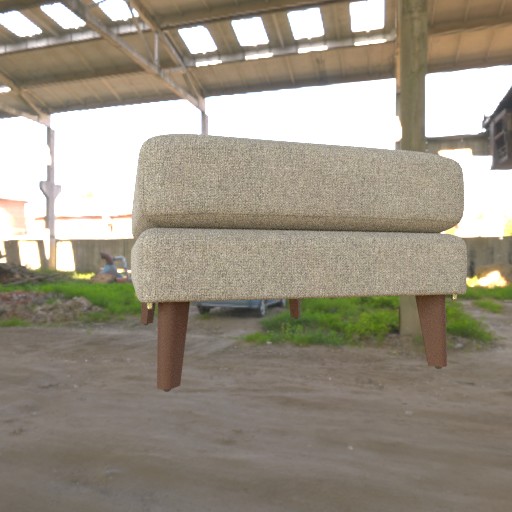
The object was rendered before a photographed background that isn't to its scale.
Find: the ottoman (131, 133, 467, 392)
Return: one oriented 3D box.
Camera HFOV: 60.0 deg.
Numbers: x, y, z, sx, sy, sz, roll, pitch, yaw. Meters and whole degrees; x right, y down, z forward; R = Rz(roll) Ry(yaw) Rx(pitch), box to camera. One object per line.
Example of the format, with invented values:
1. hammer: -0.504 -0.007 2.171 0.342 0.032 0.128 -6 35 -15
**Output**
1. ottoman: 0.000 0.000 1.141 0.611 0.441 0.821 0 0 -16
